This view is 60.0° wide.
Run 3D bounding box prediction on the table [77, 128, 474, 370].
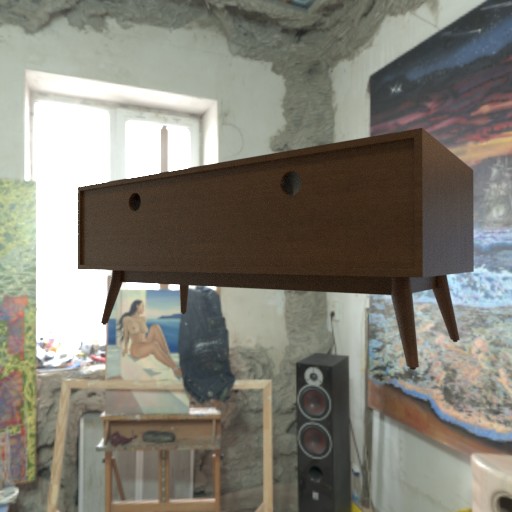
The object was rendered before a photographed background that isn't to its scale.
[{"bbox_3d":[0.000,0.000,1.344,1.119,0.464,0.490,0,-1,36],"label":"table"}]
